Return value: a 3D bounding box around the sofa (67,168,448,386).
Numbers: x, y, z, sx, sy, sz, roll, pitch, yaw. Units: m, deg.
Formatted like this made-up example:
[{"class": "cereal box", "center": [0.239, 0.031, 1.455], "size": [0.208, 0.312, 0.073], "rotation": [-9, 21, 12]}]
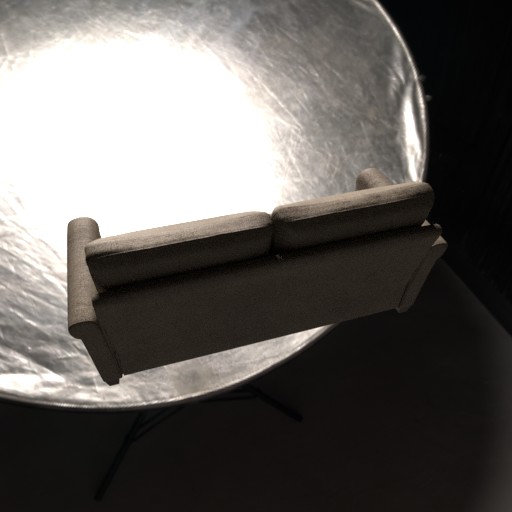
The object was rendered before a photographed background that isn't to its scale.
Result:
[{"class": "sofa", "center": [0.000, 0.000, 2.448], "size": [1.935, 0.942, 0.842], "rotation": [-12, 43, -13]}]
